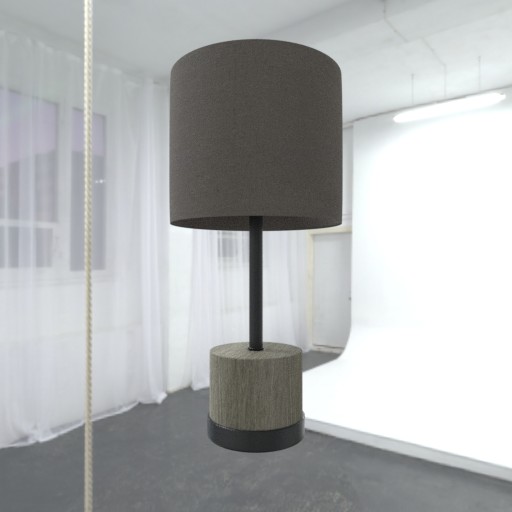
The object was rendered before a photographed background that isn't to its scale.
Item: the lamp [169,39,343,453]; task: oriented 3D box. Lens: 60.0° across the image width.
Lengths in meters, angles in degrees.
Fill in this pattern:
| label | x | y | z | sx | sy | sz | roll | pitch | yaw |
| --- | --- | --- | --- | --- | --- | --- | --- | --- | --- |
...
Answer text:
| label | x | y | z | sx | sy | sz | roll | pitch | yaw |
| --- | --- | --- | --- | --- | --- | --- | --- | --- | --- |
| lamp | 0.000 | 0.000 | 0.593 | 0.229 | 0.470 | 0.229 | 0 | -1 | 17 |
